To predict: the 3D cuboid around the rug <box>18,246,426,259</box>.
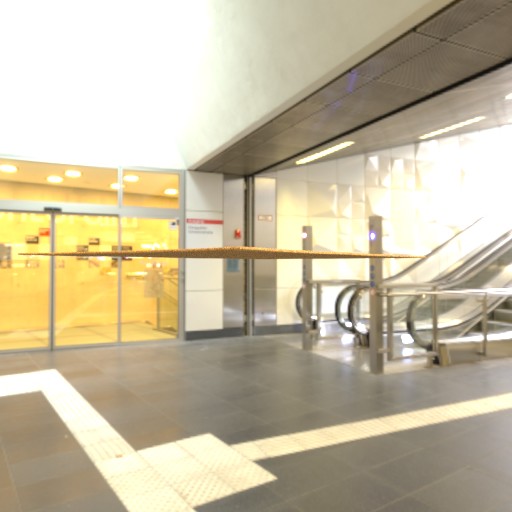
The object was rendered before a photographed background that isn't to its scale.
[{"bbox_3d":[0.000,0.000,2.312,1.225,0.013,1.840,-1,-1,36],"label":"rug"}]
